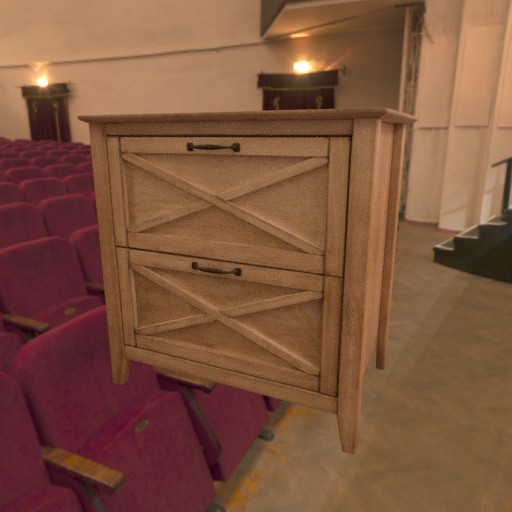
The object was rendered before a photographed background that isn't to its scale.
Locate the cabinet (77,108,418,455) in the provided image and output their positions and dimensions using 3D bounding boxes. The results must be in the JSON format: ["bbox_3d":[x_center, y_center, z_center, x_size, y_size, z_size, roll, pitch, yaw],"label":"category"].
[{"bbox_3d":[0.000,0.000,1.268,0.763,0.762,0.503,7,17,24],"label":"cabinet"}]
